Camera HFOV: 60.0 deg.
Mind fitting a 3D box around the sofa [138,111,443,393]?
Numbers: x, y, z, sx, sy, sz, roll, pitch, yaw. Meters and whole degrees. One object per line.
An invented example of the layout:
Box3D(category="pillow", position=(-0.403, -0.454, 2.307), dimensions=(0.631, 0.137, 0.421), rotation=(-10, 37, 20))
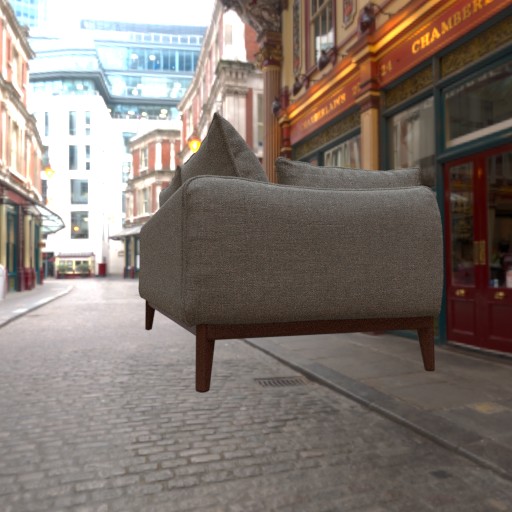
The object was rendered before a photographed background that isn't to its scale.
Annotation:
Box3D(category="sofa", position=(0.000, 0.000, 2.129), dimensions=(0.972, 0.851, 1.580), rotation=(1, -2, -20))
